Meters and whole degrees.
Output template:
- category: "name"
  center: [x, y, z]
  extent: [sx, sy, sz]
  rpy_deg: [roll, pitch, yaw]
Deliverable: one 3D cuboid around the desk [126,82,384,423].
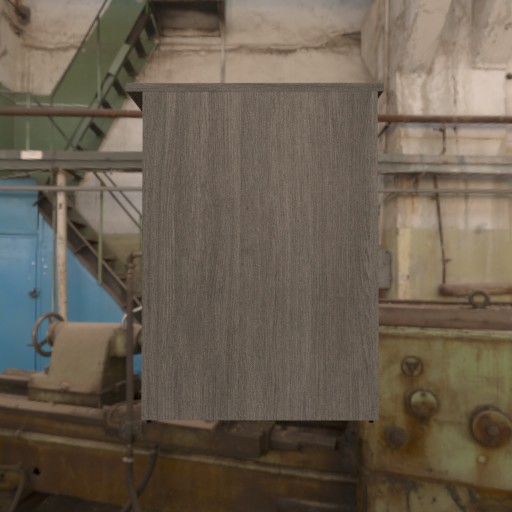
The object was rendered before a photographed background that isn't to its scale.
- category: "desk"
  center: [0.000, 0.000, 1.505]
  extent: [0.560, 0.735, 1.097]
  rpy_deg: [0, -1, 0]
